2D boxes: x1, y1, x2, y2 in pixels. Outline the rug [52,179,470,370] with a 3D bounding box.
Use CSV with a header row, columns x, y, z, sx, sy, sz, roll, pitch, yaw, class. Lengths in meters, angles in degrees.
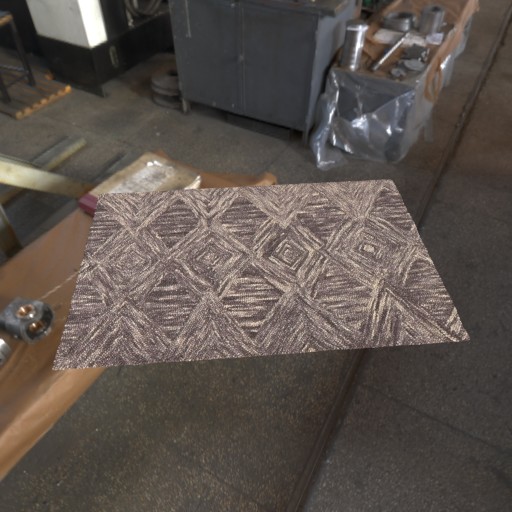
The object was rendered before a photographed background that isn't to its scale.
x,y,z,sx,sy,sz,roll,pitch,yaw,class
0.000,0.000,2.319,1.814,0.012,1.186,-3,46,-3,rug
